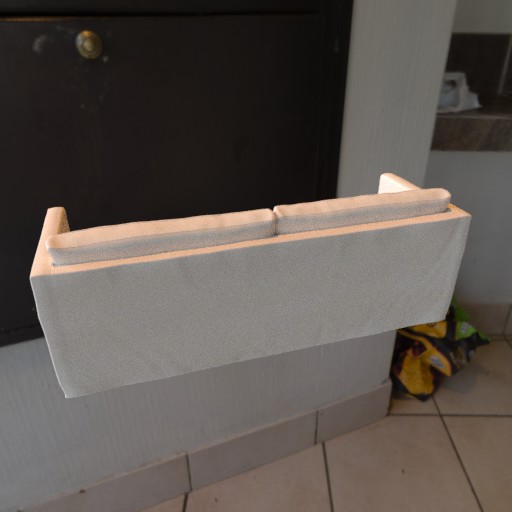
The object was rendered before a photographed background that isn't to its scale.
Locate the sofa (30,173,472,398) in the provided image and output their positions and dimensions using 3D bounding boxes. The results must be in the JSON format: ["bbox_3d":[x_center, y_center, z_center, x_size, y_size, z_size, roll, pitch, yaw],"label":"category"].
[{"bbox_3d":[0.000,0.000,3.198,2.779,0.999,1.036,-8,29,-15],"label":"sofa"}]
